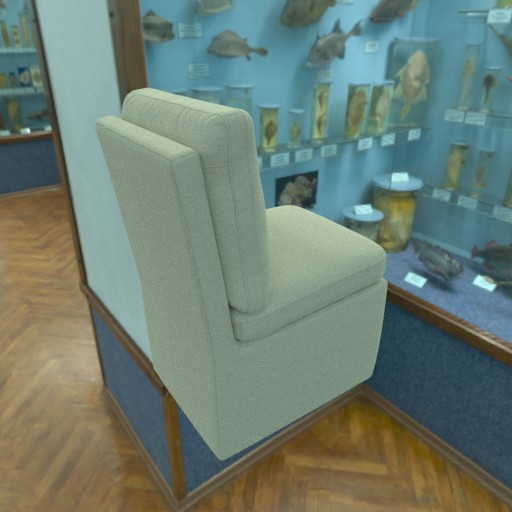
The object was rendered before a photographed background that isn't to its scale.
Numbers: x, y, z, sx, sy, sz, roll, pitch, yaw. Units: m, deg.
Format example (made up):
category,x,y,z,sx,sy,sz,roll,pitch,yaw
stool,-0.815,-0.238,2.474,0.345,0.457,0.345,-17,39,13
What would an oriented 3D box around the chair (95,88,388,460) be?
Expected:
category,x,y,z,sx,sy,sz,roll,pitch,yaw
chair,0.000,0.000,1.319,0.698,0.927,0.503,-17,32,-31
